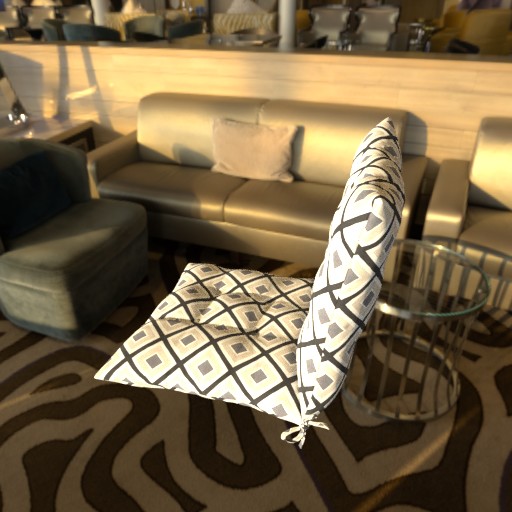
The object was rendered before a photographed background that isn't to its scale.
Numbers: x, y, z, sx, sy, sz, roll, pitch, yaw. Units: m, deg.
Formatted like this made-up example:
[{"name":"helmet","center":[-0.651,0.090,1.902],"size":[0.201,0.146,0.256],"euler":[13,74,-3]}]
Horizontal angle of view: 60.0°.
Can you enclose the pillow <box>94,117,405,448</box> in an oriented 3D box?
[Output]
[{"name":"pillow","center":[0.000,0.000,0.990],"size":[0.585,0.536,0.541],"euler":[8,31,14]}]
